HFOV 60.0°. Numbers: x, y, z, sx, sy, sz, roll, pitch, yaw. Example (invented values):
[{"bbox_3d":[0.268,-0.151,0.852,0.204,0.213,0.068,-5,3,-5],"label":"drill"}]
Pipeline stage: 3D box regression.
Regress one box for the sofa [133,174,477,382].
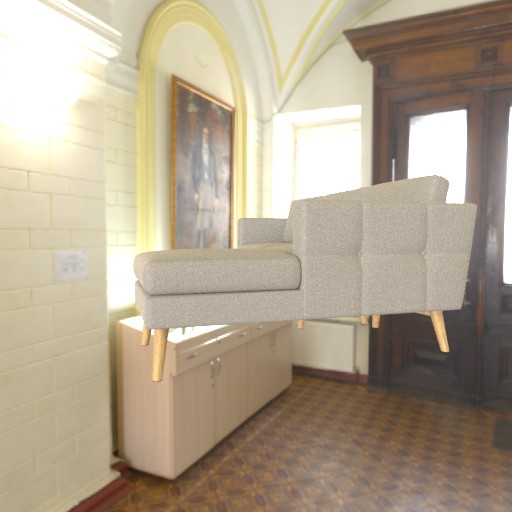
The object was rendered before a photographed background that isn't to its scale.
[{"bbox_3d":[0.000,0.000,2.790,1.530,0.860,2.040,-1,3,-18],"label":"sofa"}]
